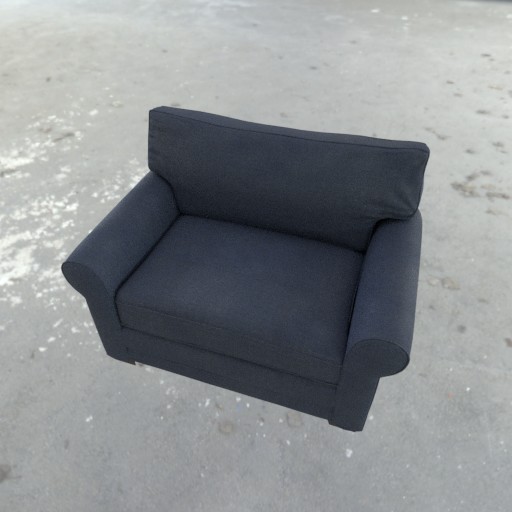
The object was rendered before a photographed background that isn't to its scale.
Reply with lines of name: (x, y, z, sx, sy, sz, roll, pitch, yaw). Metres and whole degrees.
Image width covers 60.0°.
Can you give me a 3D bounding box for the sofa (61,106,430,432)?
sofa: (0.000, 0.000, 2.045, 1.405, 1.004, 0.938, 13, 44, 14)
